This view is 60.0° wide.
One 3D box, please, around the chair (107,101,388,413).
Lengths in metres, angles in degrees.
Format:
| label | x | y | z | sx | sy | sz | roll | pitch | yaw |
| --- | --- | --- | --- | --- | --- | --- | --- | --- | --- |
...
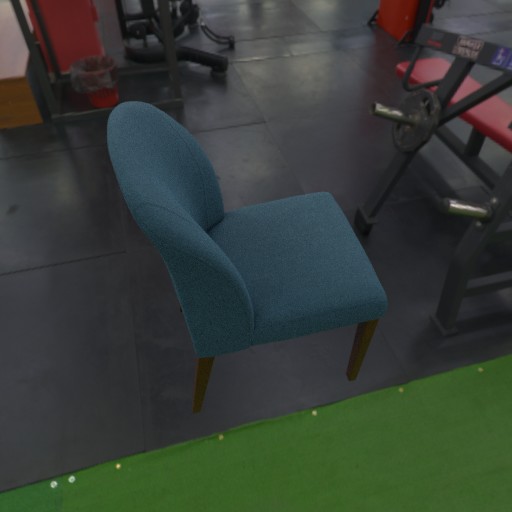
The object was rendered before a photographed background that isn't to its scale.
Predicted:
| label | x | y | z | sx | sy | sz | roll | pitch | yaw |
| --- | --- | --- | --- | --- | --- | --- | --- | --- | --- |
| chair | 0.000 | 0.000 | 1.260 | 0.620 | 0.879 | 0.507 | -9 | 47 | -9 |
